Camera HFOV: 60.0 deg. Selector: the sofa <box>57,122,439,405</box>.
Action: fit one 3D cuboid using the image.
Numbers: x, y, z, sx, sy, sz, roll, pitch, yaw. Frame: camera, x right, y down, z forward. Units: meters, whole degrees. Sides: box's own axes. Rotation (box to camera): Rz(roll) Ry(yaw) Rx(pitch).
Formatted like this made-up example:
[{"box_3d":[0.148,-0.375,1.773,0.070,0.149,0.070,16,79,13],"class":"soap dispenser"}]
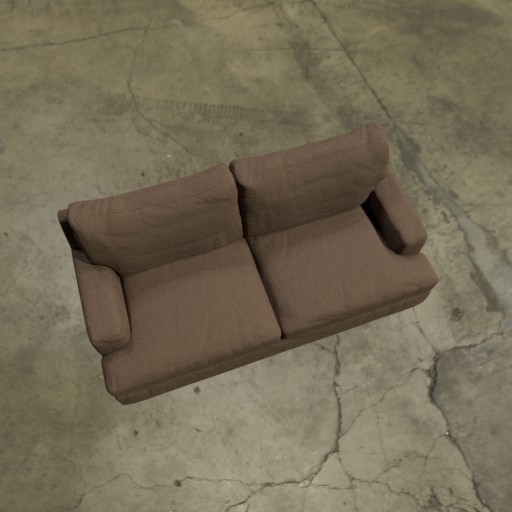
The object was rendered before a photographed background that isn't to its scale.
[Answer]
[{"box_3d":[0.000,0.000,2.941,2.274,0.950,1.140,-17,63,-9],"class":"sofa"}]
